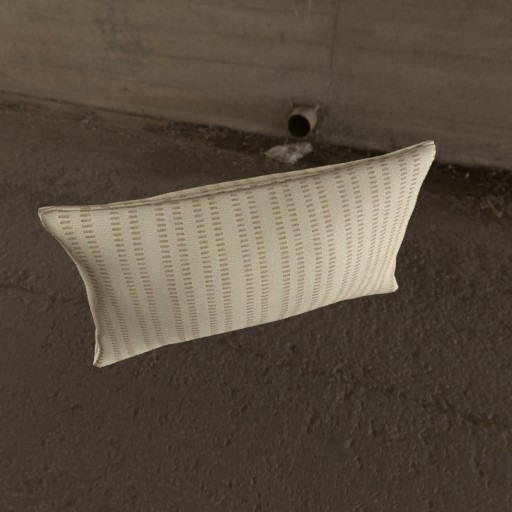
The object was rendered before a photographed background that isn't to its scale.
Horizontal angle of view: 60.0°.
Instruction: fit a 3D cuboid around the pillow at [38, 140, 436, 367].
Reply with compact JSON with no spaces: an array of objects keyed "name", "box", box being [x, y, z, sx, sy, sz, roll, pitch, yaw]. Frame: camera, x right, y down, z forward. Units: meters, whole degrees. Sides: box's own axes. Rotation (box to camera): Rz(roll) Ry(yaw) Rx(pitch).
[{"name":"pillow","box":[0.000,0.000,0.792,0.640,0.353,0.210,-12,43,-14]}]
